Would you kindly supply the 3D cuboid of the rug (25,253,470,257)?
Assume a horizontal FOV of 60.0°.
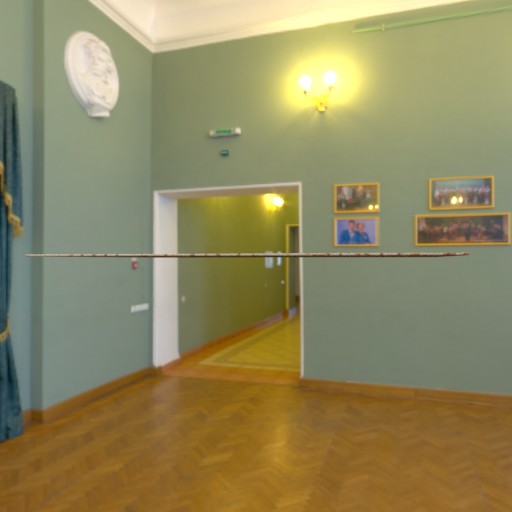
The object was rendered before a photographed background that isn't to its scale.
[{"bbox_3d":[0.000,0.000,3.028,2.435,0.011,1.517,0,-1,17],"label":"rug"}]
